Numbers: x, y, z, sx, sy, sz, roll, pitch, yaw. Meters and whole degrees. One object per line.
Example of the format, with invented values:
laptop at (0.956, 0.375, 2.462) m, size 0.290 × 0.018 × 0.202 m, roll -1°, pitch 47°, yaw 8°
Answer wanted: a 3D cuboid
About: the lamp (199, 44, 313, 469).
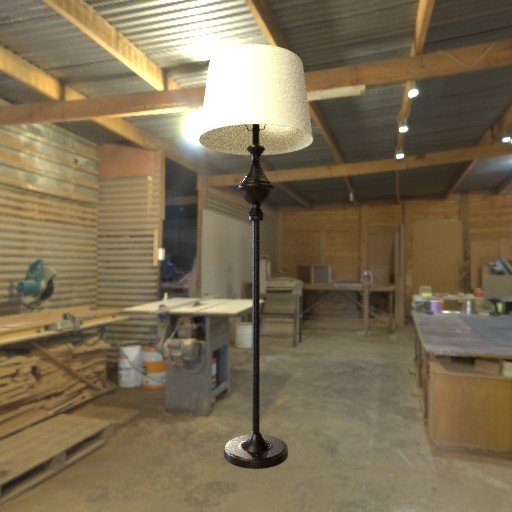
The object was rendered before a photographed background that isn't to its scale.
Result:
lamp at (0.000, 0.000, 1.670) m, size 0.431 × 1.484 × 0.431 m, roll 0°, pitch -1°, yaw 0°
